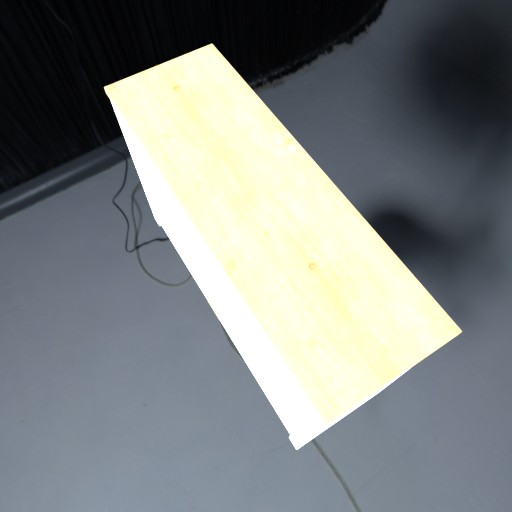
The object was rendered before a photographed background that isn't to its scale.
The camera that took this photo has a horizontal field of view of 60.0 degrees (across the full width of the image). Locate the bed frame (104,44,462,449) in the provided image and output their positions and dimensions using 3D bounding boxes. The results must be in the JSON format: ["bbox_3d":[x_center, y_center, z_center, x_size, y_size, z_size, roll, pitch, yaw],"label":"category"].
[{"bbox_3d":[0.000,0.000,1.707,0.430,0.850,1.300,-29,66,-14],"label":"bed frame"}]
